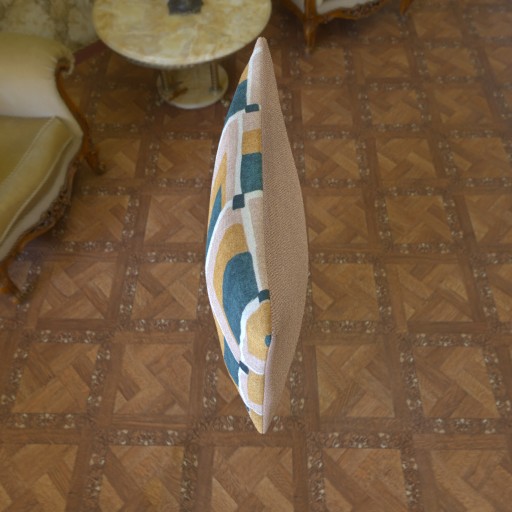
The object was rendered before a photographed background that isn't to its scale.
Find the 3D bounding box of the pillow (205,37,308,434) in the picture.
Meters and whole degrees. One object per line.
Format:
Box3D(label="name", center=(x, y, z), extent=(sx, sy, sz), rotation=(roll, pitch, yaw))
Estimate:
Box3D(label="pillow", center=(0.000, 0.000, 0.735), extent=(0.158, 0.479, 0.478), rotation=(-1, 58, 0))
